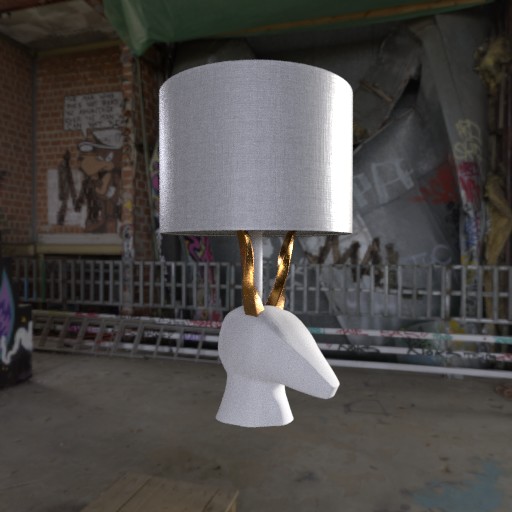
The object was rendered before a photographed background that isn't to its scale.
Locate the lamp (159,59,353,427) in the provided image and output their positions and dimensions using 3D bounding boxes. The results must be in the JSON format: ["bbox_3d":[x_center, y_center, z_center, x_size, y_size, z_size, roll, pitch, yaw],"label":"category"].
[{"bbox_3d":[0.000,0.000,0.703,0.298,0.503,0.298,1,1,37],"label":"lamp"}]
